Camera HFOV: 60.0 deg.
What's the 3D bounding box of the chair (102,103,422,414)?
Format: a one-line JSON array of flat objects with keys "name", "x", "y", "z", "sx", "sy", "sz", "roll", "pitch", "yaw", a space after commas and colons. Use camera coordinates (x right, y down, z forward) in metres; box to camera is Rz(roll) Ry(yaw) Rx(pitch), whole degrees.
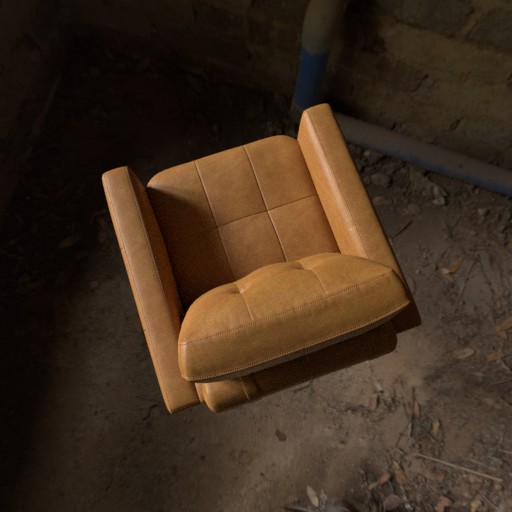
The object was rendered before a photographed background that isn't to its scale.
[{"name": "chair", "x": 0.000, "y": 0.000, "z": 1.523, "sx": 0.831, "sy": 0.896, "sz": 0.868, "roll": -19, "pitch": 78, "yaw": -4}]
